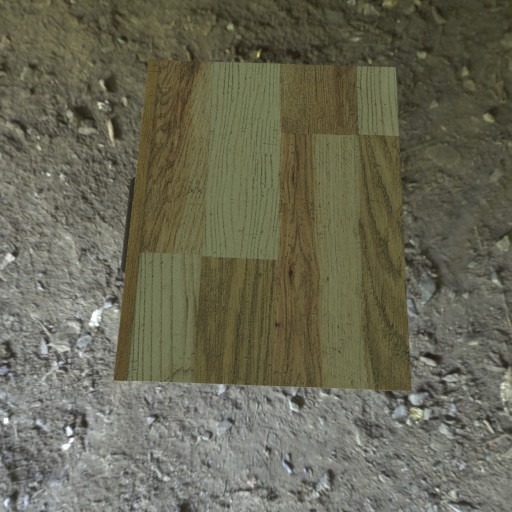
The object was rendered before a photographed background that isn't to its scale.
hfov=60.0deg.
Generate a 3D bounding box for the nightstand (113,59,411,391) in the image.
[{"bbox_3d":[0.000,0.000,1.032,0.481,0.632,0.558,2,76,0],"label":"nightstand"}]
